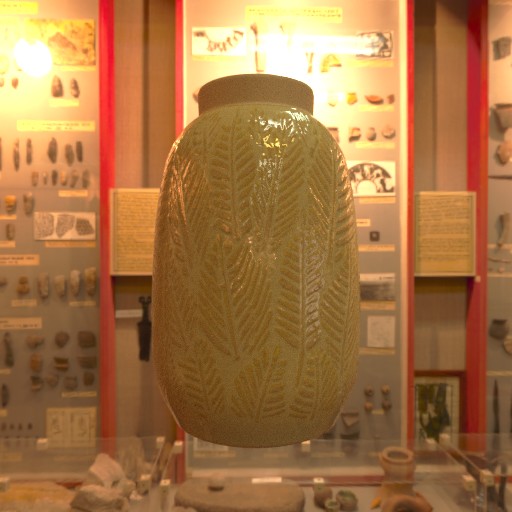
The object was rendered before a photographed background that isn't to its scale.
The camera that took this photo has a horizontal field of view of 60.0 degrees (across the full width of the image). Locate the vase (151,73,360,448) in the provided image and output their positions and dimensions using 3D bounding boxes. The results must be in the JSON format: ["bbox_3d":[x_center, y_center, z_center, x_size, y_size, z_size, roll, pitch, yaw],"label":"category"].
[{"bbox_3d":[0.000,0.000,0.374,0.172,0.270,0.172,0,1,0],"label":"vase"}]
